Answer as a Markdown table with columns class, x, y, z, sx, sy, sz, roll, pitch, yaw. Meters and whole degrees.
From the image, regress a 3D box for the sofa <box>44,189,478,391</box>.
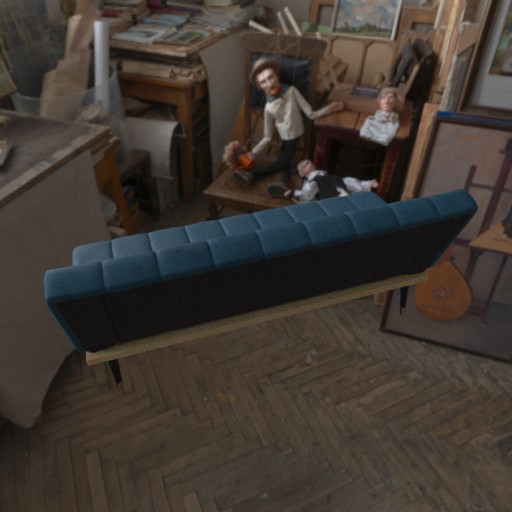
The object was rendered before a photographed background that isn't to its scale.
| class | x | y | z | sx | sy | sz | roll | pitch | yaw |
| --- | --- | --- | --- | --- | --- | --- | --- | --- | --- |
| sofa | 0.000 | 0.000 | 2.274 | 1.810 | 0.825 | 0.830 | -12 | 42 | -14 |
